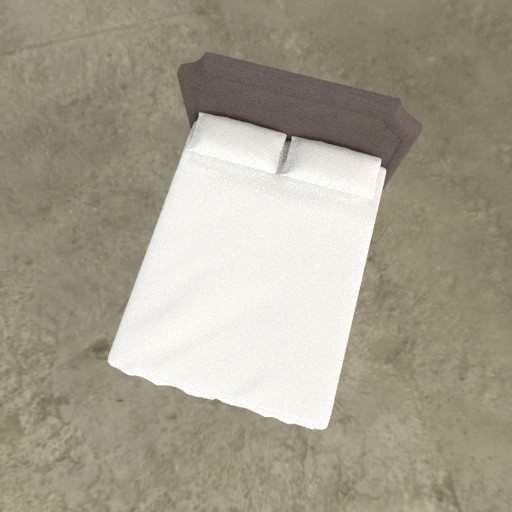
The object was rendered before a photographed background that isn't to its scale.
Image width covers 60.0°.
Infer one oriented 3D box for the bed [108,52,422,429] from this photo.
[{"bbox_3d":[0.000,0.000,3.123,1.693,1.290,2.116,15,75,4],"label":"bed"}]
